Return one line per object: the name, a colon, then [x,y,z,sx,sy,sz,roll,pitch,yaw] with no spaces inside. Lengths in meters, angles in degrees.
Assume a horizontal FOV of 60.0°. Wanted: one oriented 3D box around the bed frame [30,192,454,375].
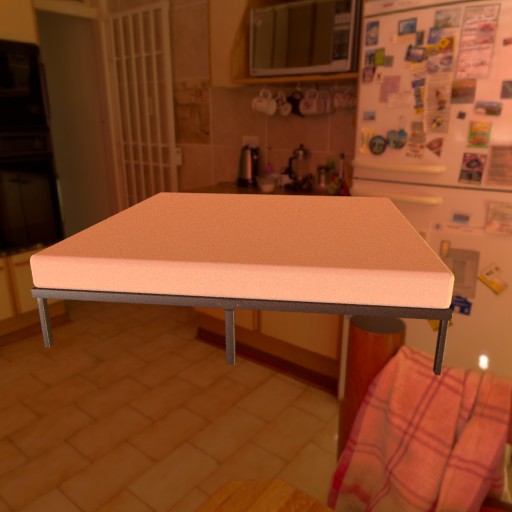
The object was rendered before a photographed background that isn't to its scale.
bed frame: [0.000,0.000,3.941,2.635,0.680,2.526,2,18,7]
